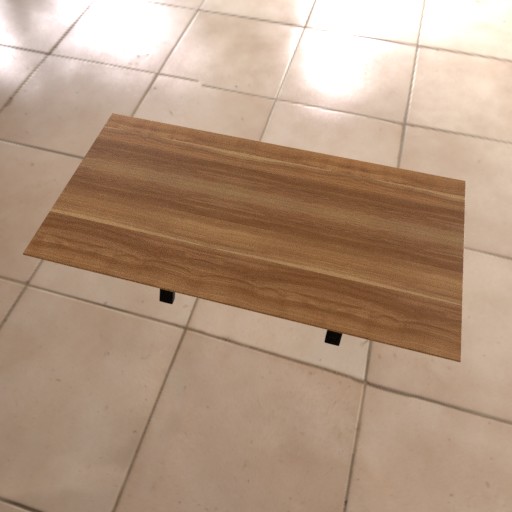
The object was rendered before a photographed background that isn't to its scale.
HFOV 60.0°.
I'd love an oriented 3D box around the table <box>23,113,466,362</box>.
[{"bbox_3d":[0.000,0.000,2.524,2.000,0.770,1.000,13,59,8],"label":"table"}]
